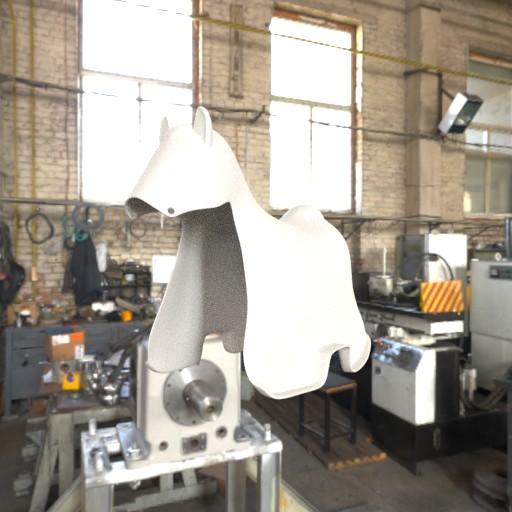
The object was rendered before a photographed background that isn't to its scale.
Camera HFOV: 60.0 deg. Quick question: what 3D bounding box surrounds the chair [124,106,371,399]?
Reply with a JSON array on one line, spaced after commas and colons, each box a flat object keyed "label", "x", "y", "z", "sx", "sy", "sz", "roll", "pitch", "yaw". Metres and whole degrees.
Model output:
[{"label": "chair", "x": 0.000, "y": 0.000, "z": 1.153, "sx": 0.429, "sy": 0.612, "sz": 0.800, "roll": 0, "pitch": 0, "yaw": 35}]
